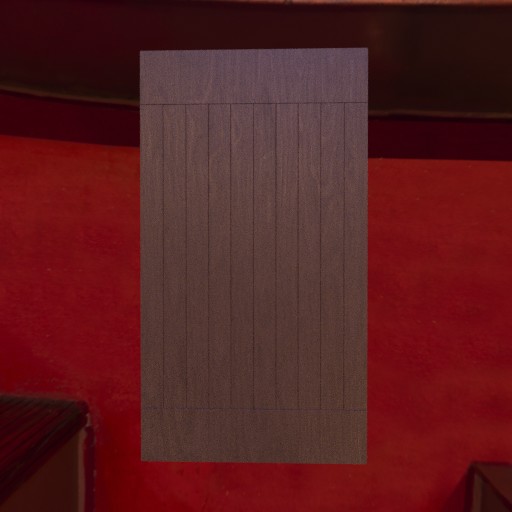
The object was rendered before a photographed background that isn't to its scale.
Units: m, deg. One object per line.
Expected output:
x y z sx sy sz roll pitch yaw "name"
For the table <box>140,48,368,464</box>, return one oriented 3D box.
0.000 0.000 1.386 0.600 0.494 1.062 0 91 2 "table"
